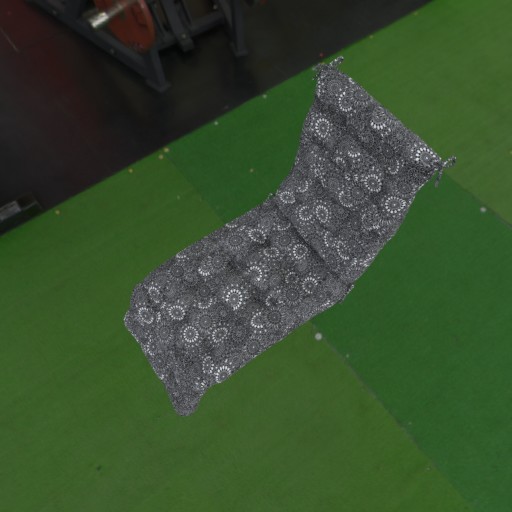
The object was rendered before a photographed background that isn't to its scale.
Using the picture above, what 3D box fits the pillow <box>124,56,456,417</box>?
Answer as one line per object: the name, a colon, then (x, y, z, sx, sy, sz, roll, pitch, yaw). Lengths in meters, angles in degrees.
pillow: (0.000, 0.000, 1.526, 1.016, 0.863, 0.526, -32, 67, -15)
